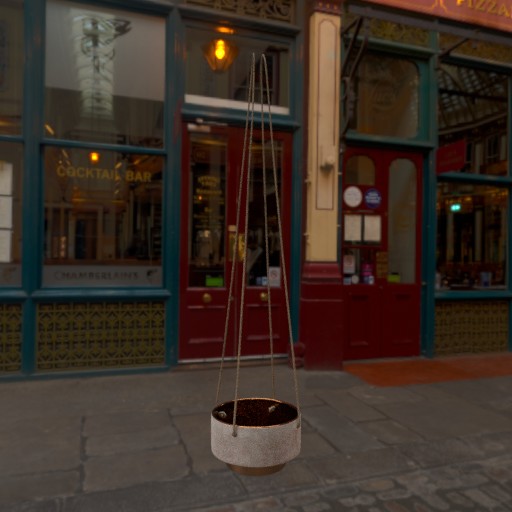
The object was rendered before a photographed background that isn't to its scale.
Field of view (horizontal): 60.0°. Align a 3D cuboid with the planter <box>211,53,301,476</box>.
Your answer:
[{"bbox_3d":[0.000,0.000,1.118,0.223,1.030,0.223,0,-1,-19],"label":"planter"}]
